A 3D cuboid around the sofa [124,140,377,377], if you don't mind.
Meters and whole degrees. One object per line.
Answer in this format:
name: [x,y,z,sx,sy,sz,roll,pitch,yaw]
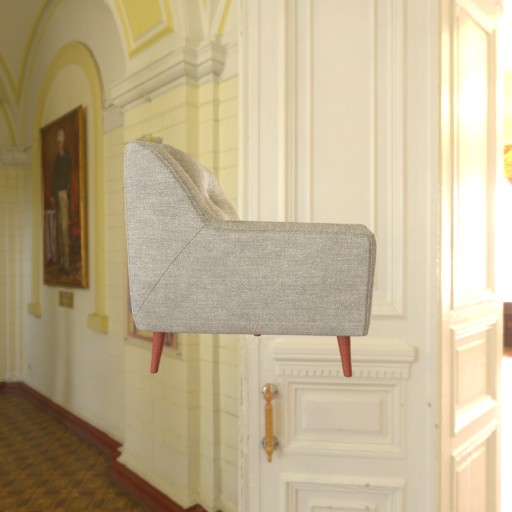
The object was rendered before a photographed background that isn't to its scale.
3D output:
sofa: [0.000,0.000,2.474,0.976,0.897,1.930,0,1,1]
